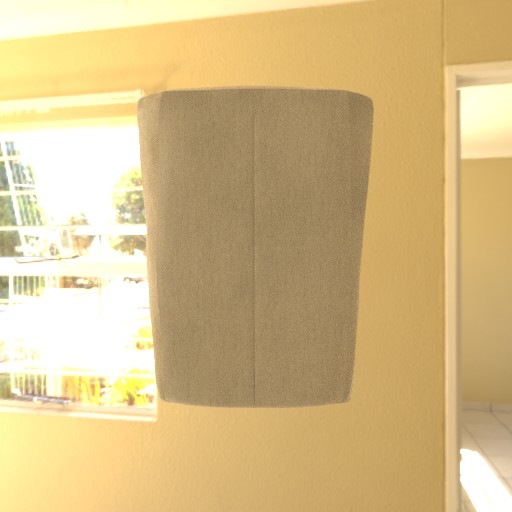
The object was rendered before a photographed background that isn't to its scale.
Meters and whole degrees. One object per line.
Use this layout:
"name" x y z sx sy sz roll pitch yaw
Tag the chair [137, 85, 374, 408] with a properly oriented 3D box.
"chair" 0.000 0.000 1.660 0.779 1.000 0.904 0 -1 1
